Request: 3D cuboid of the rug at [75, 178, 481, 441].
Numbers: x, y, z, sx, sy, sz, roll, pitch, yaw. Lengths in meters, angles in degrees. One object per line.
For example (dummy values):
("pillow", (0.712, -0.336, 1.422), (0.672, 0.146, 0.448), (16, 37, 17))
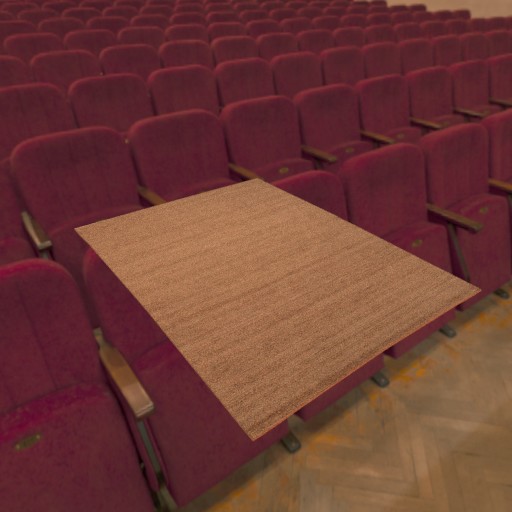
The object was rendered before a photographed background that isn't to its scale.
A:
("rug", (0.000, 0.000, 4.994), (2.873, 0.053, 3.778), (-21, 37, -31))
